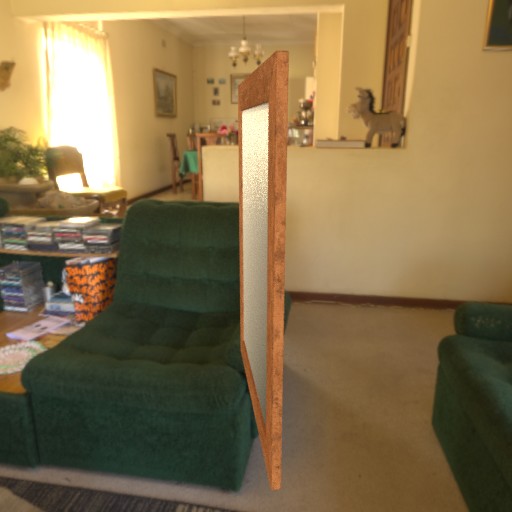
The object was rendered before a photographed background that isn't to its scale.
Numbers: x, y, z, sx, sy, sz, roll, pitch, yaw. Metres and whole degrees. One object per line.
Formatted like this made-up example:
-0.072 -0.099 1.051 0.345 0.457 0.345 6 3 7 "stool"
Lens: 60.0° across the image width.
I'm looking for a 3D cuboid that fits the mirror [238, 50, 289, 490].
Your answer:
0.000 0.000 1.432 0.028 1.099 0.796 -2 16 -8 "mirror"
